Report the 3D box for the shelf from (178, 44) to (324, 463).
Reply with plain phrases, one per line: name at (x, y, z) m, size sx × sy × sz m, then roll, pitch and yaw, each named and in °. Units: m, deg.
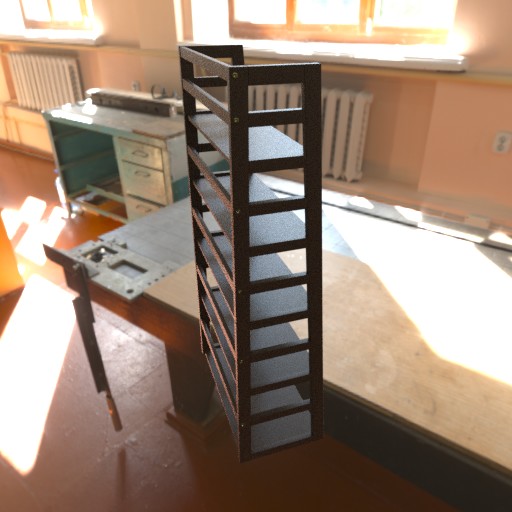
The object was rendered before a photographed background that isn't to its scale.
shelf at (0.000, 0.000, 1.911) m, size 0.403 × 1.600 × 0.763 m, roll -9°, pitch 31°, yaw -16°
